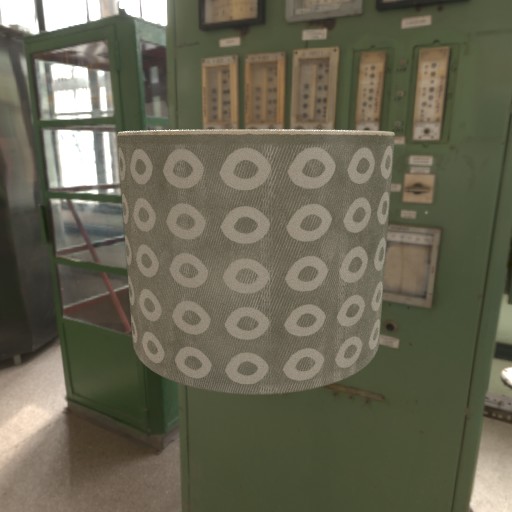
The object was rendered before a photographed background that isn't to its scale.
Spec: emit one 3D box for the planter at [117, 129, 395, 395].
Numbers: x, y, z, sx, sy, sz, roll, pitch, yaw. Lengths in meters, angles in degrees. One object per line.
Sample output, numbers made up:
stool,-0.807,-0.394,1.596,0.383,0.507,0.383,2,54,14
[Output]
planter,0.000,0.000,0.339,0.190,0.181,0.190,0,14,0
